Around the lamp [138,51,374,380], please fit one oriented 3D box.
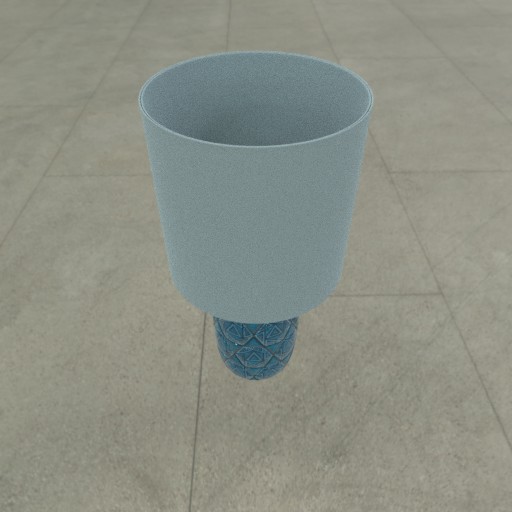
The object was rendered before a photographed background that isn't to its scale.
[{"bbox_3d":[0.000,0.000,0.498,0.193,0.377,0.193,-27,49,-26],"label":"lamp"}]
